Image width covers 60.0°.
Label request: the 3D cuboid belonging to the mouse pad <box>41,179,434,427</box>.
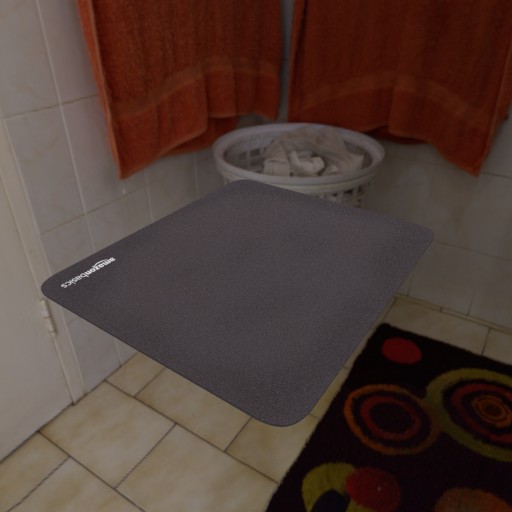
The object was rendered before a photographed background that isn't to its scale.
[{"bbox_3d":[0.000,0.000,0.438,0.269,0.002,0.315,20,37,29],"label":"mouse pad"}]
